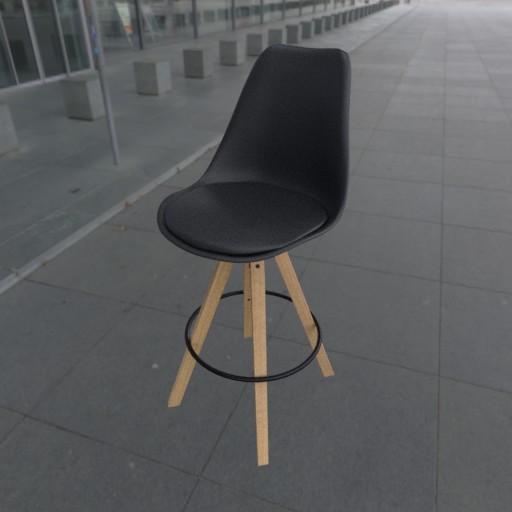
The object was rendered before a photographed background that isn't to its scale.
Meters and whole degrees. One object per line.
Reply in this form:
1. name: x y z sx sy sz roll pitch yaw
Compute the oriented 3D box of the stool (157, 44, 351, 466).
1. stool: 0.000 0.000 1.345 0.485 1.115 0.550 20 37 30
